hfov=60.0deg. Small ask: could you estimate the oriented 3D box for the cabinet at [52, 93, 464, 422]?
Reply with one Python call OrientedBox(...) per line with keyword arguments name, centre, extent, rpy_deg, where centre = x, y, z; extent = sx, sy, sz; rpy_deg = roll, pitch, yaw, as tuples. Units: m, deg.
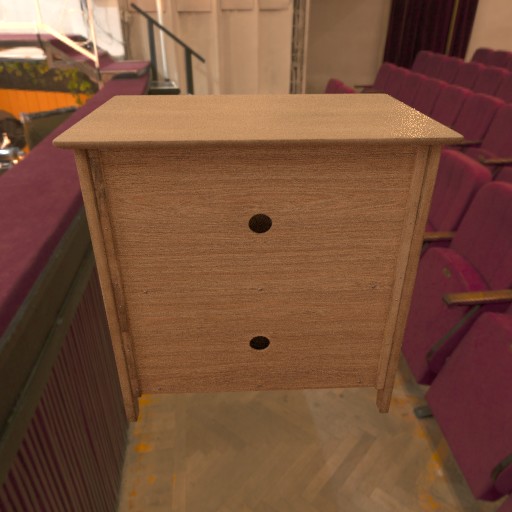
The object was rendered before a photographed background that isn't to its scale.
OrientedBox(name="cabinet", centre=(0.000, 0.000, 1.212), extent=(0.763, 0.762, 0.503), rpy_deg=(-1, 29, -2))
